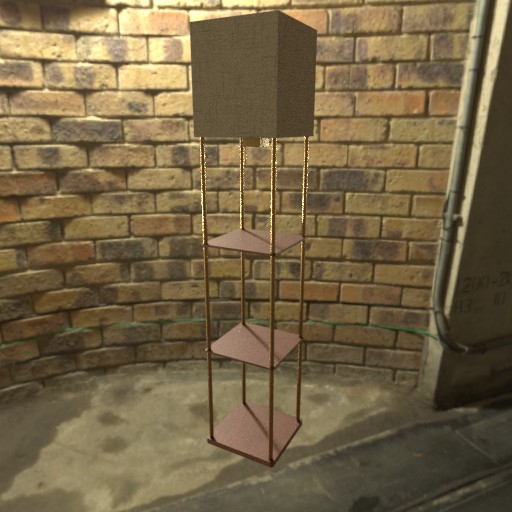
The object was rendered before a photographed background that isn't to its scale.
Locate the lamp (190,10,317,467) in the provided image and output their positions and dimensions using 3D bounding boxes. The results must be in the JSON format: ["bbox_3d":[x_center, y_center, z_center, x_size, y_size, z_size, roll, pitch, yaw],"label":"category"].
[{"bbox_3d":[0.000,0.000,1.671,0.310,1.569,0.308,8,18,27],"label":"lamp"}]
